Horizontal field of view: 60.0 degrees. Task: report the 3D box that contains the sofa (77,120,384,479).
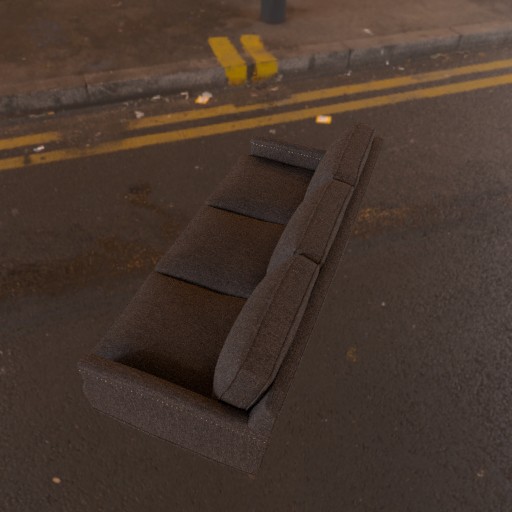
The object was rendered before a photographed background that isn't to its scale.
[{"bbox_3d":[0.000,0.000,2.777,1.084,1.003,2.246,16,48,15],"label":"sofa"}]
